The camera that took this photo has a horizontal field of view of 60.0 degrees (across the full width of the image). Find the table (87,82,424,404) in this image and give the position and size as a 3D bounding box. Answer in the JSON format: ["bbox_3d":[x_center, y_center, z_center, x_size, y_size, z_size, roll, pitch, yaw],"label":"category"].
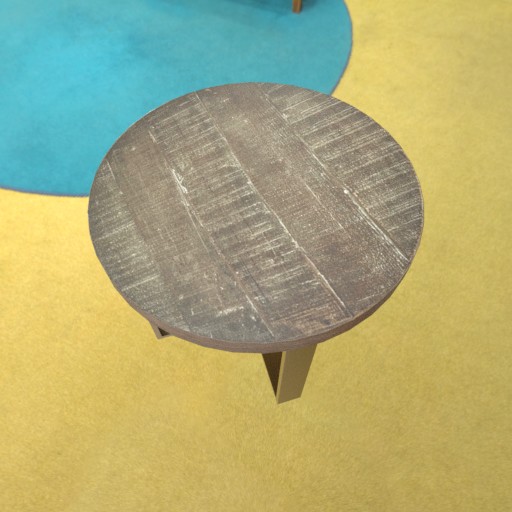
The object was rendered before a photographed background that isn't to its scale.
[{"bbox_3d":[0.000,0.000,0.932,0.557,0.437,0.557,0,58,0],"label":"table"}]
